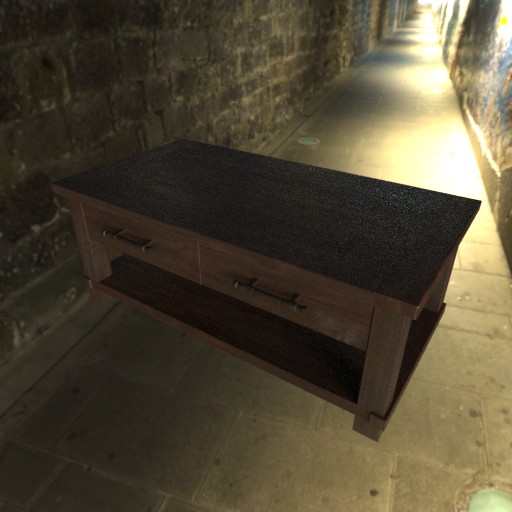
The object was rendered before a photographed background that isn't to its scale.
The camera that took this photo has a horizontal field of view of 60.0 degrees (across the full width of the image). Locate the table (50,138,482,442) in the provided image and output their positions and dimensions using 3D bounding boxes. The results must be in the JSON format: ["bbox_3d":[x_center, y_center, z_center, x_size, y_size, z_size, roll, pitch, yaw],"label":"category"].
[{"bbox_3d":[0.000,0.000,1.590,1.270,0.494,0.700,19,35,29],"label":"table"}]
